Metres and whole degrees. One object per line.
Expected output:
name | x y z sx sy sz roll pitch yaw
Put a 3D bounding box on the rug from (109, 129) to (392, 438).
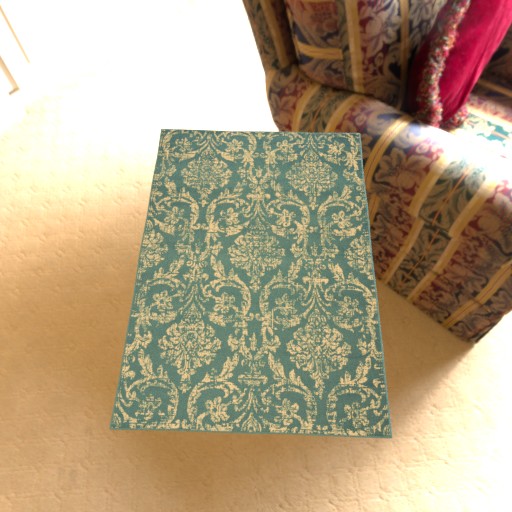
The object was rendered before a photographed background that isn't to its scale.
rug | 0.000 0.000 2.942 1.554 0.012 2.205 1 62 1
